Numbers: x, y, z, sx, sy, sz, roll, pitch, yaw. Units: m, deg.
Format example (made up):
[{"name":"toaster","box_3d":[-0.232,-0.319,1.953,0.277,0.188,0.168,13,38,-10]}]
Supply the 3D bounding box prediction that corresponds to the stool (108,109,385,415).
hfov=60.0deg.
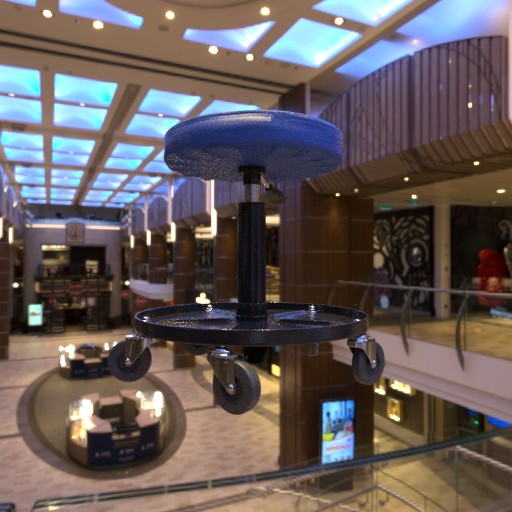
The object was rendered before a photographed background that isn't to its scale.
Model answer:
[{"name":"stool","box_3d":[0.000,0.000,0.687,0.381,0.365,0.382,0,-1,19]}]
